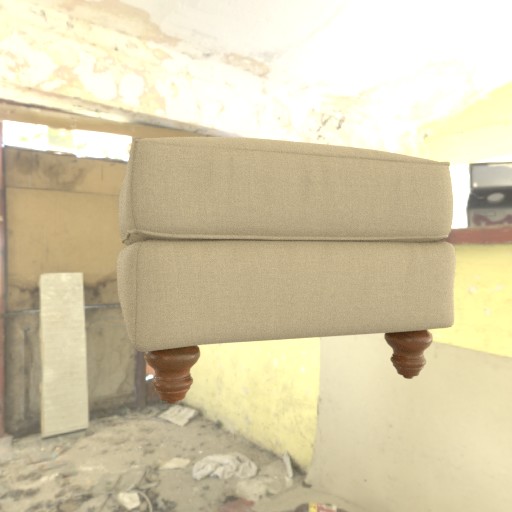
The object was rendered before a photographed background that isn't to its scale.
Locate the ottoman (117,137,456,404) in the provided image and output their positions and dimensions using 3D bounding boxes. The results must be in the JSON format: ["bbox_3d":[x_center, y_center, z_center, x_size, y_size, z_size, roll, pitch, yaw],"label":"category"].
[{"bbox_3d":[0.000,0.000,1.110,0.662,0.505,0.716,0,0,-18],"label":"ottoman"}]
